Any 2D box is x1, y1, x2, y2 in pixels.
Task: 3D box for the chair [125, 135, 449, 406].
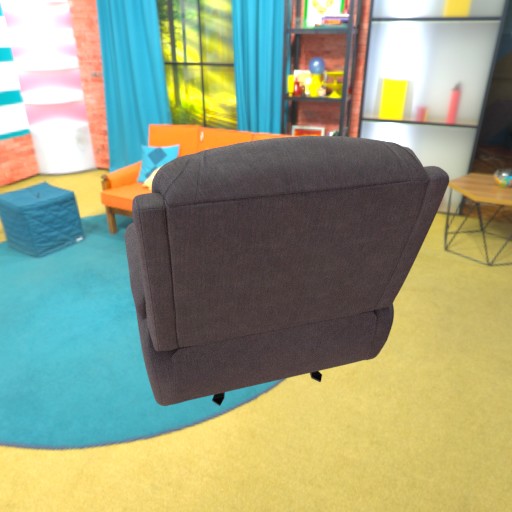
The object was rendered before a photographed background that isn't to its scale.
[{"bbox_3d":[0.000,0.000,1.673,0.930,1.011,0.899,-8,28,-16],"label":"chair"}]
